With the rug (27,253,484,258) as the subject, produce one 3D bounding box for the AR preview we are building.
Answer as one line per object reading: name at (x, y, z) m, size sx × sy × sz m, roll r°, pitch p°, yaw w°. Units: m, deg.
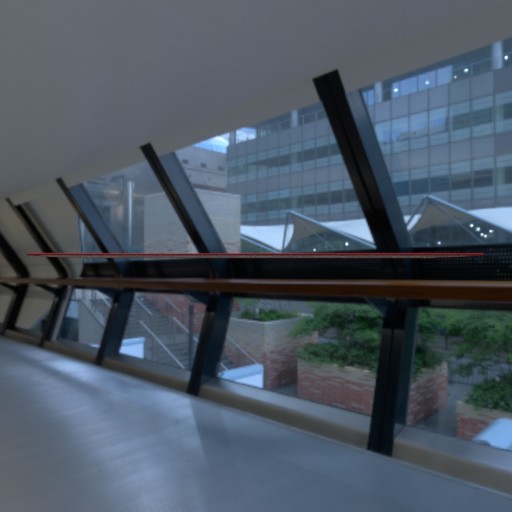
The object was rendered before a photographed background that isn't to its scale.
rug at (0.000, 0.000, 2.548) m, size 2.292 × 0.015 × 0.659 m, roll 0°, pitch -1°, yaw -1°
